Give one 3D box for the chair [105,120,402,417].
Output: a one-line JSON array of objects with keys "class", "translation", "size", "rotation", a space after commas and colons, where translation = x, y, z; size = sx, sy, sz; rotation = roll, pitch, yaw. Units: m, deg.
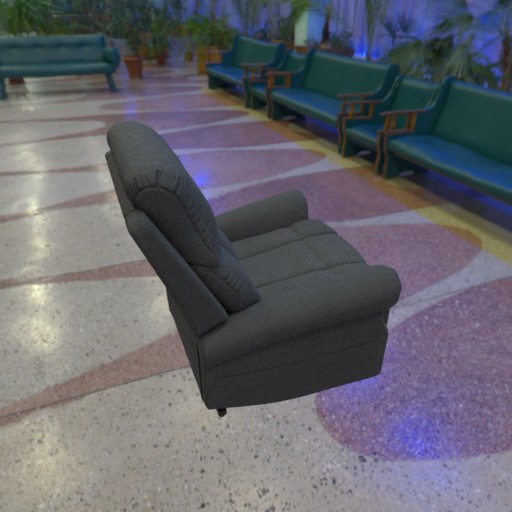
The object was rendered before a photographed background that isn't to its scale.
[{"class": "chair", "translation": [0.000, 0.000, 1.772], "size": [0.979, 1.031, 0.871], "rotation": [-12, 33, -18]}]
